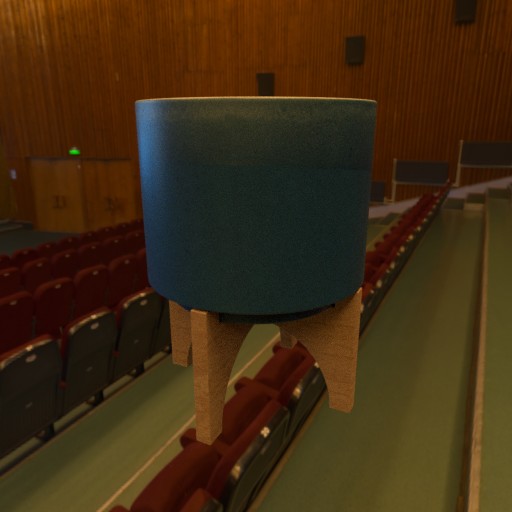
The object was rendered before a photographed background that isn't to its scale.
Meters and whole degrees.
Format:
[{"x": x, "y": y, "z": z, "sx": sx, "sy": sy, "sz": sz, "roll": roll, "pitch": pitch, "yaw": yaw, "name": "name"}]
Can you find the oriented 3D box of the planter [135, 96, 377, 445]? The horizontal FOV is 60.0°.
[{"x": 0.000, "y": 0.000, "z": 0.402, "sx": 0.192, "sy": 0.263, "sz": 0.192, "roll": 0, "pitch": 17, "yaw": 0, "name": "planter"}]
